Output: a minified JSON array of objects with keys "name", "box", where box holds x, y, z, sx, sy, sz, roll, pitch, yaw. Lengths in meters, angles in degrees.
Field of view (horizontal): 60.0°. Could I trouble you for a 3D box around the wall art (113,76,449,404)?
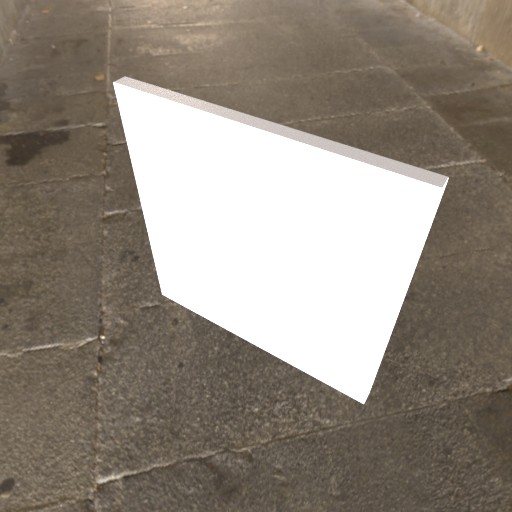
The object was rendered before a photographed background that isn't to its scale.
[{"name":"wall art","box":[0.000,0.000,0.854,0.559,0.559,0.028,24,50,22]}]
